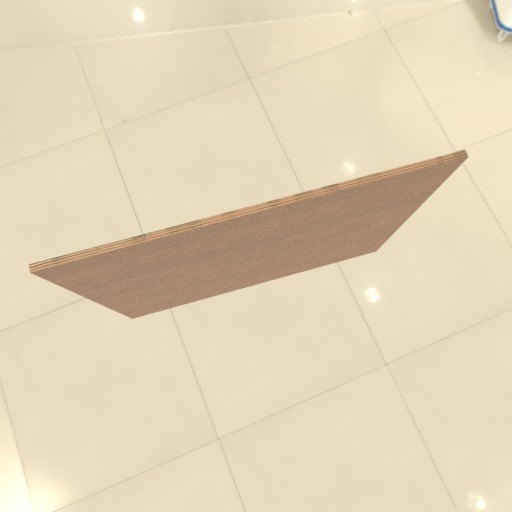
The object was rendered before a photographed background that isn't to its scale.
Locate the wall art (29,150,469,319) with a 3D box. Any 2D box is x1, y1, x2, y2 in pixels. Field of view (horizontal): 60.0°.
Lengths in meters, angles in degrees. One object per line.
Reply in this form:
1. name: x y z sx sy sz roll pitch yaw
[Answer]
1. wall art: 0.000 0.000 0.693 0.508 0.408 0.010 -15 76 -4
